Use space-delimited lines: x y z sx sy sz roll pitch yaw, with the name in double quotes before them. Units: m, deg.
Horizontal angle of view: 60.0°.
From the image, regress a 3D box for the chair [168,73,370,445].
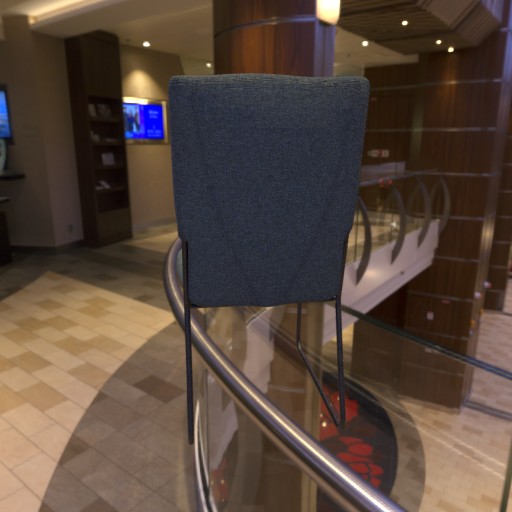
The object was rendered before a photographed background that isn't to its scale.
"chair" 0.000 0.000 1.310 0.480 0.931 0.635 -2 15 -8
